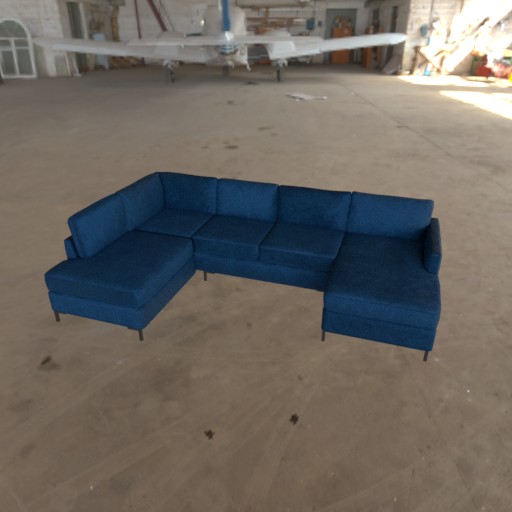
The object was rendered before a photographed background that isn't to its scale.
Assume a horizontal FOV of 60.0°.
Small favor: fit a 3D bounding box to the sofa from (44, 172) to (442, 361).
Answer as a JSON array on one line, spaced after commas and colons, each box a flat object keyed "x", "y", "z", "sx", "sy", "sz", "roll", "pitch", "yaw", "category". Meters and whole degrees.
[{"x": 0.000, "y": 0.000, "z": 4.404, "sx": 3.434, "sy": 0.992, "sz": 2.055, "roll": 9, "pitch": 29, "yaw": 16, "category": "sofa"}]
